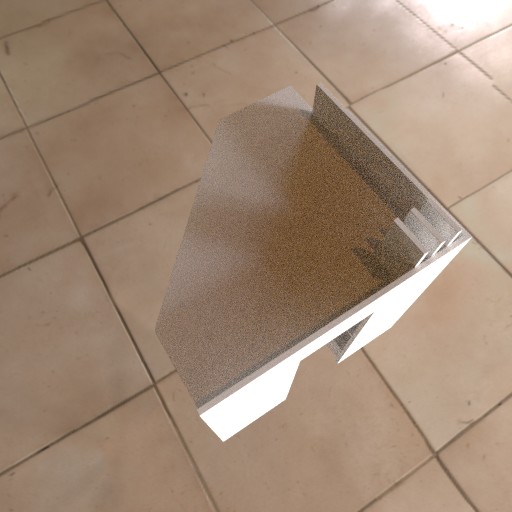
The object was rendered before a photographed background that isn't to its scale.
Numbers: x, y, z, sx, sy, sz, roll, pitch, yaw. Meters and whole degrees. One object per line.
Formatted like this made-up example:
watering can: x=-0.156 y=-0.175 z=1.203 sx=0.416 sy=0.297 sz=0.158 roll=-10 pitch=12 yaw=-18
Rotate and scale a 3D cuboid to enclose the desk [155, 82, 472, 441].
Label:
desk: x=0.000 y=0.000 z=1.760 sx=0.940 sy=0.986 sz=0.940 roll=-30 pitch=67 yaw=-14
